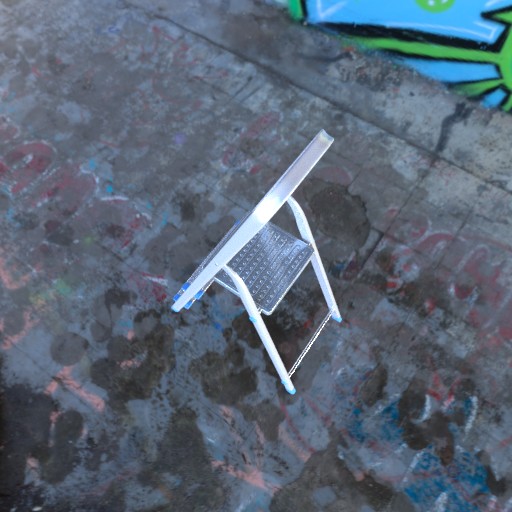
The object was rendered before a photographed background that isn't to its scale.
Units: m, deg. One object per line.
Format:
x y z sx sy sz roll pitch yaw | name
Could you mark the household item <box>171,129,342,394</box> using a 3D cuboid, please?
0.000 0.000 1.528 0.687 1.215 0.420 32 68 15 | household item
